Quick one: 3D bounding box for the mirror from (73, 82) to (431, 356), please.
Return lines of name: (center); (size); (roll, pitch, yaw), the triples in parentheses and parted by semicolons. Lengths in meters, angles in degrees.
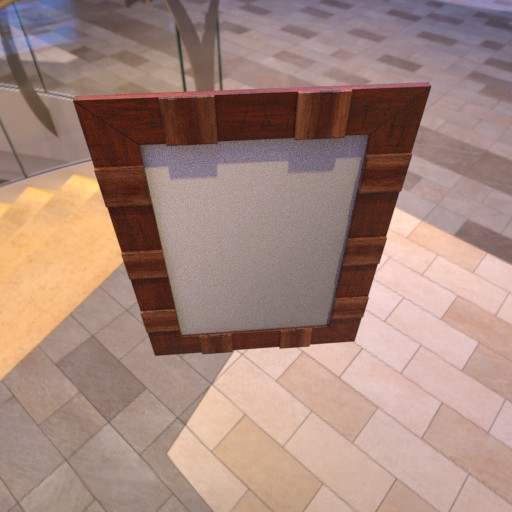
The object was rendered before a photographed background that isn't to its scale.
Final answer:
mirror: (0.000, 0.000, 1.036); (0.600, 0.805, 0.021); (-3, 47, -3)
